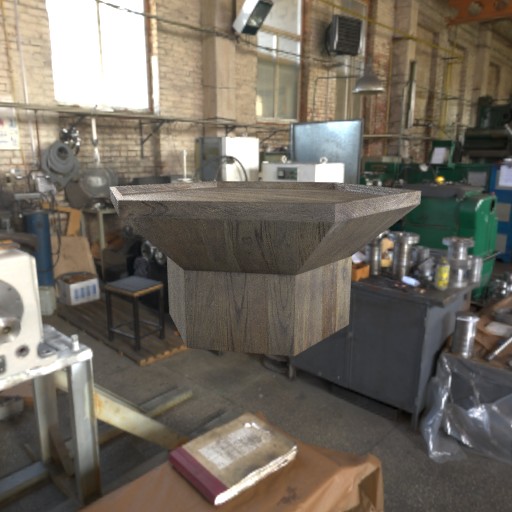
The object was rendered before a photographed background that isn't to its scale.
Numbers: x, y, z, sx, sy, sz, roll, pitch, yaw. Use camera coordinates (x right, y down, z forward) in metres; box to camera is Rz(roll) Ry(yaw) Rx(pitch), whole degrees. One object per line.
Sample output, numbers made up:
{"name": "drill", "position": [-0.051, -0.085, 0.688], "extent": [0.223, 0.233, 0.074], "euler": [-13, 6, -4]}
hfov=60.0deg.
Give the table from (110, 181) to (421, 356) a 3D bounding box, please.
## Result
{"name": "table", "position": [0.000, 0.000, 1.621], "extent": [1.115, 0.488, 0.966], "euler": [2, 13, 10]}
